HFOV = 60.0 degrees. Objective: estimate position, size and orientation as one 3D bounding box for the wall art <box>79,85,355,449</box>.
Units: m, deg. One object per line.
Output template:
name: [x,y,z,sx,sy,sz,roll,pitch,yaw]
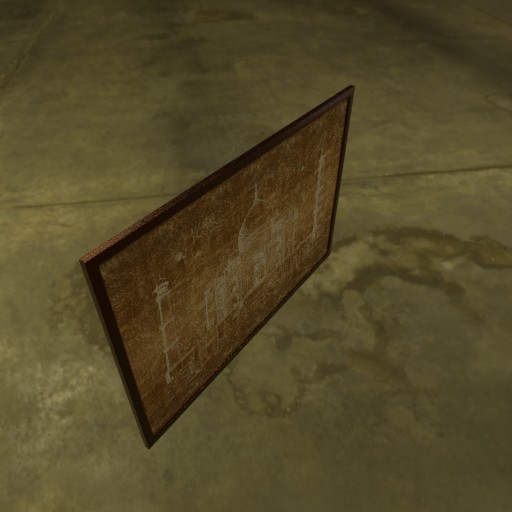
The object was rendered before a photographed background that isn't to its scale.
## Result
wall art: [0.000,0.000,1.046,0.014,0.559,0.816,26,48,26]
